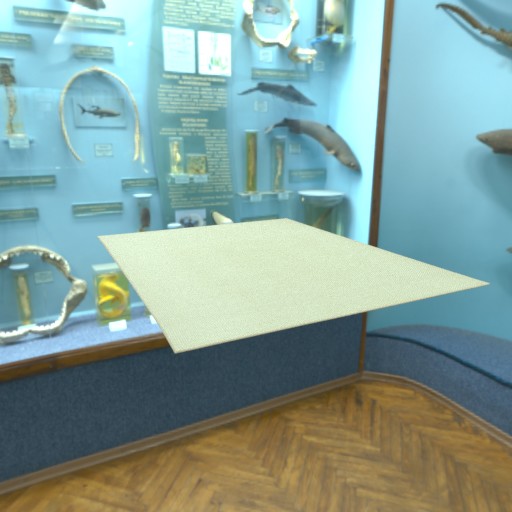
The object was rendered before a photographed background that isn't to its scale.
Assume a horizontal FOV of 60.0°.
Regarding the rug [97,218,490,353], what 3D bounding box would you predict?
[{"bbox_3d":[0.000,0.000,4.146,2.462,0.018,3.039,-8,17,-26],"label":"rug"}]
